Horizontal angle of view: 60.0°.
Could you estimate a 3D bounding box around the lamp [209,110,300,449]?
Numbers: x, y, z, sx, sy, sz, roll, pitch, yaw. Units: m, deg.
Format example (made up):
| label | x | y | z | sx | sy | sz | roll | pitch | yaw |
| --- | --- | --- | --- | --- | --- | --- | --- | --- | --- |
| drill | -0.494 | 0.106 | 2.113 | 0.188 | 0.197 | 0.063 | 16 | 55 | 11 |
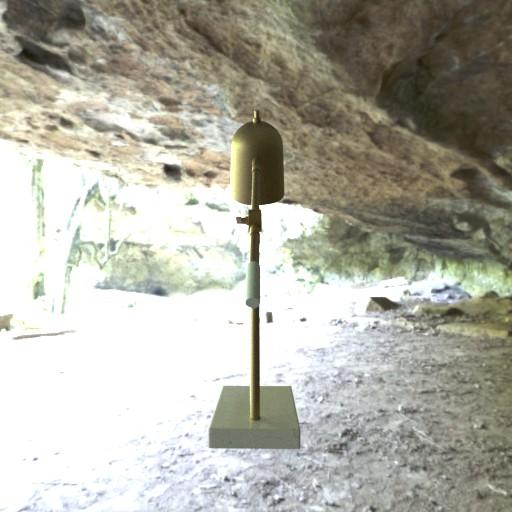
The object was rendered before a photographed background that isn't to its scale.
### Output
| label | x | y | z | sx | sy | sz | roll | pitch | yaw |
| --- | --- | --- | --- | --- | --- | --- | --- | --- | --- |
| lamp | 0.000 | 0.000 | 0.825 | 0.144 | 0.603 | 0.471 | 0 | 0 | 1 |
